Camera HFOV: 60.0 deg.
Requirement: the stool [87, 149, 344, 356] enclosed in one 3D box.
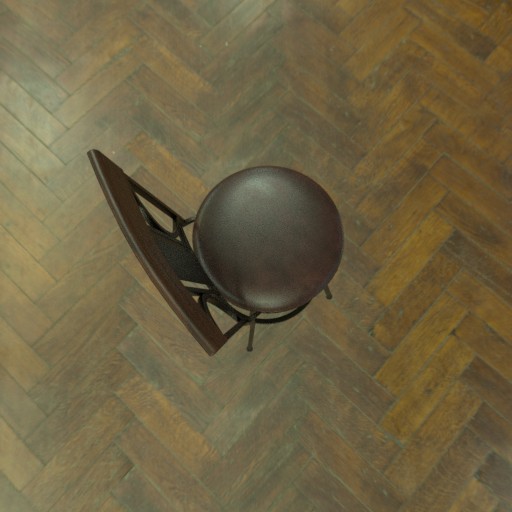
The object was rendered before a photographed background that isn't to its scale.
[{"bbox_3d":[0.000,0.000,1.365,0.513,1.130,0.448,-32,78,-8],"label":"stool"}]
